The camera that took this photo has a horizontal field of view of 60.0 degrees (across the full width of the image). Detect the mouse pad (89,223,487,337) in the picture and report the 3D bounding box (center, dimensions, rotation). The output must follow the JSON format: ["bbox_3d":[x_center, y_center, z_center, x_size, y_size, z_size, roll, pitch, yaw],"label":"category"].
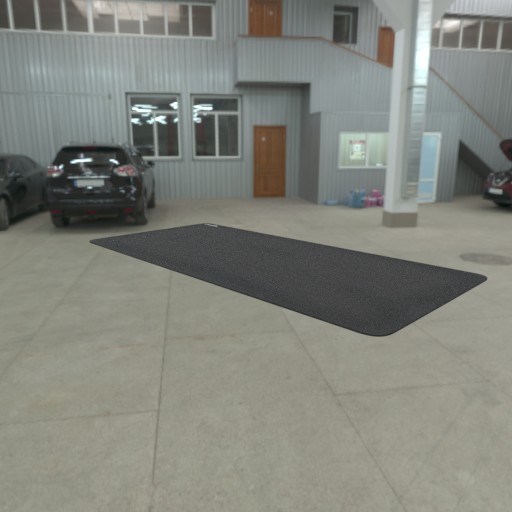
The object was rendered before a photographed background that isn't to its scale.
[{"bbox_3d":[0.000,0.000,1.049,0.424,0.003,0.907,-13,19,-43],"label":"mouse pad"}]
